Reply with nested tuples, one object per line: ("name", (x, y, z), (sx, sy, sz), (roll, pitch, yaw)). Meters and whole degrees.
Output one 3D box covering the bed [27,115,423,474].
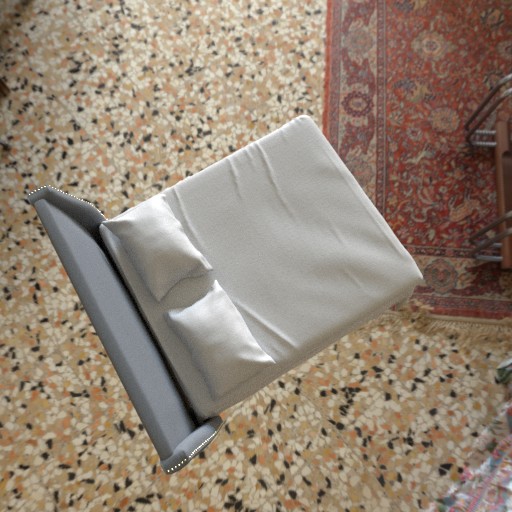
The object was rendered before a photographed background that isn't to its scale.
("bed", (0.000, 0.000, 3.353), (2.276, 1.332, 1.925), (-30, 77, -7))
